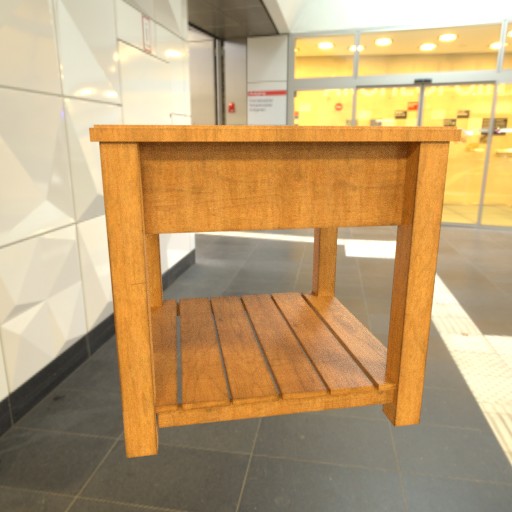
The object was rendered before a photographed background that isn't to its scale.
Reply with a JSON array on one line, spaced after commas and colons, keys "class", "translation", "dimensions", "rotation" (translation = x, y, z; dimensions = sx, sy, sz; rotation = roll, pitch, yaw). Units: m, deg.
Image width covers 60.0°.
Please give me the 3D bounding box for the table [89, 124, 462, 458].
[{"class": "table", "translation": [0.000, 0.000, 1.081], "dimensions": [0.616, 0.593, 0.612], "rotation": [-3, 15, -10]}]
